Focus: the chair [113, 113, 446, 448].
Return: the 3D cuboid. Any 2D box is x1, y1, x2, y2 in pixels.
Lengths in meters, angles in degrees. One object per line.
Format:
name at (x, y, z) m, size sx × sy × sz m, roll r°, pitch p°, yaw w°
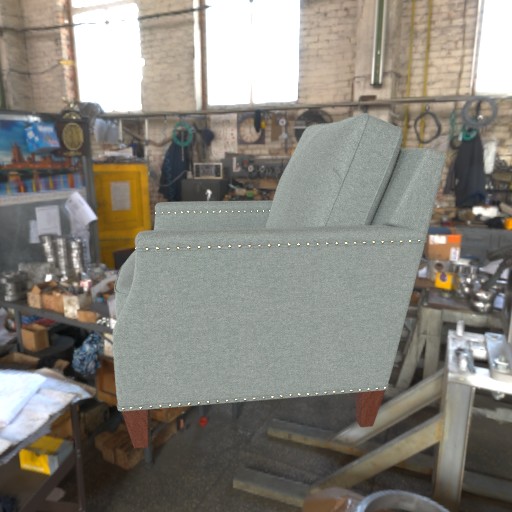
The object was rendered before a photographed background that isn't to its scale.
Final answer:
chair at (0.000, 0.000, 1.742) m, size 1.031 × 1.031 × 0.885 m, roll -2°, pitch 13°, yaw -8°
